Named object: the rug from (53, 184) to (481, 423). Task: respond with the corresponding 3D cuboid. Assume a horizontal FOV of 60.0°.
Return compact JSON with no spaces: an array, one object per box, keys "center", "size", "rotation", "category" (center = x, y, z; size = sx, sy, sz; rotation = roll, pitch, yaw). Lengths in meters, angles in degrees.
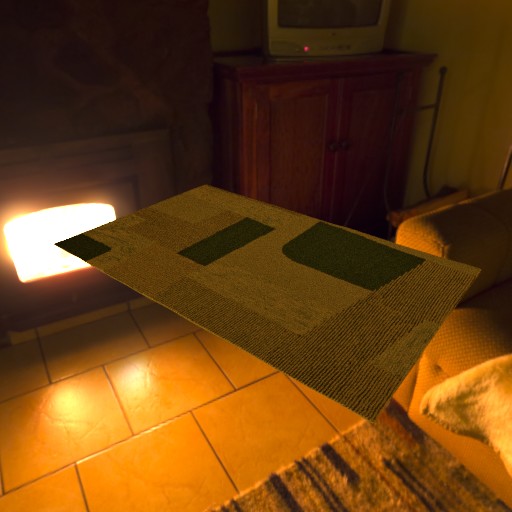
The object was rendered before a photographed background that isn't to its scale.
[{"center":[0.000,0.000,2.951],"size":[2.436,0.015,1.521],"rotation":[22,36,33],"category":"rug"}]
